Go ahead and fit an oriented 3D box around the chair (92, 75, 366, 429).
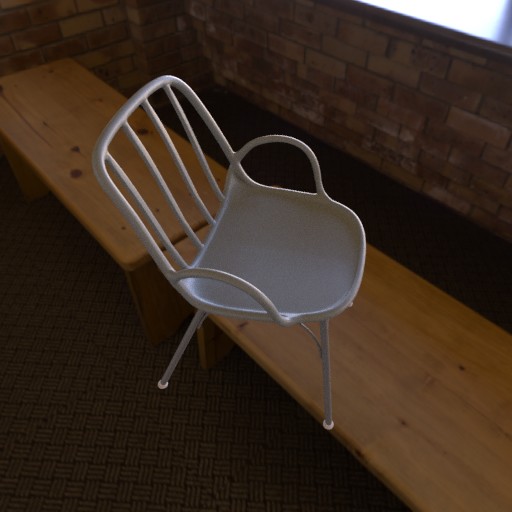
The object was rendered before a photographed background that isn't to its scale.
[{"bbox_3d":[0.000,0.000,1.208,0.597,0.816,0.549,11,48,10],"label":"chair"}]
